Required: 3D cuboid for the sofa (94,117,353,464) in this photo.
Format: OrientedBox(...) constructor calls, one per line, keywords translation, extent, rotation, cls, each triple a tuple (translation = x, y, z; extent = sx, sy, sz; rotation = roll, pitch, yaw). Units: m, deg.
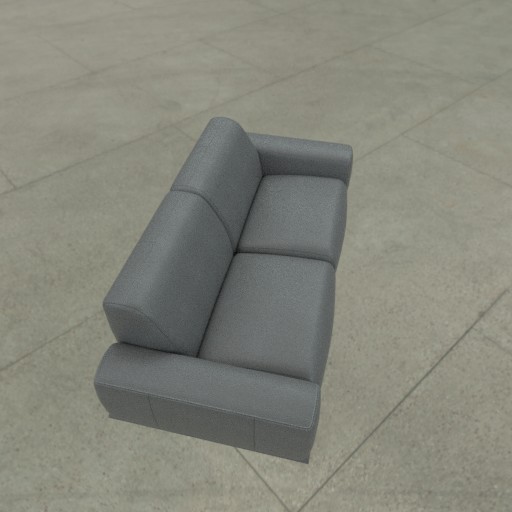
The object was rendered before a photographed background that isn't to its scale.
OrientedBox(translation=(0.000, 0.000, 2.365), extent=(0.900, 0.772, 1.901), rotation=(9, 47, 9), cls="sofa")
